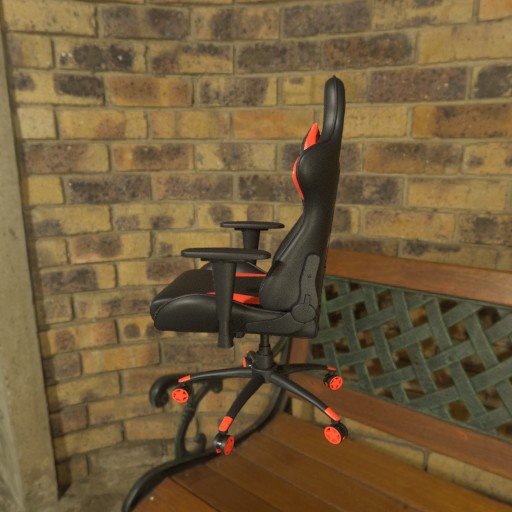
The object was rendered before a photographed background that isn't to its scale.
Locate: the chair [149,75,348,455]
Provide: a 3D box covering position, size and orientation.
[{"bbox_3d":[0.000,0.000,1.709,0.730,1.282,0.695,2,13,8],"label":"chair"}]
